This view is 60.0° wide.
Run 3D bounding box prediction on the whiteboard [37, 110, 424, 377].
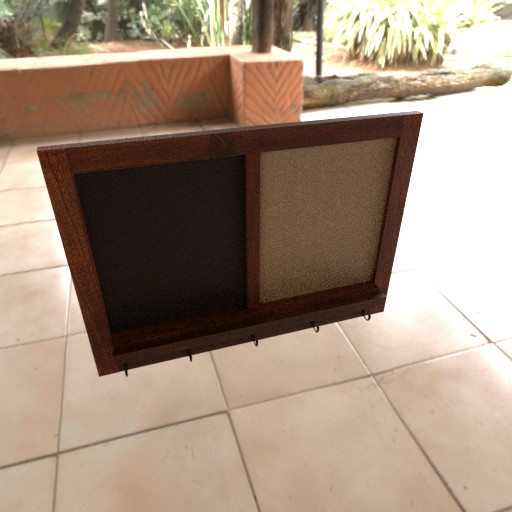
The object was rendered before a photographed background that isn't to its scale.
[{"bbox_3d":[0.000,0.000,0.984,0.768,0.553,0.083,-10,34,-15],"label":"whiteboard"}]
